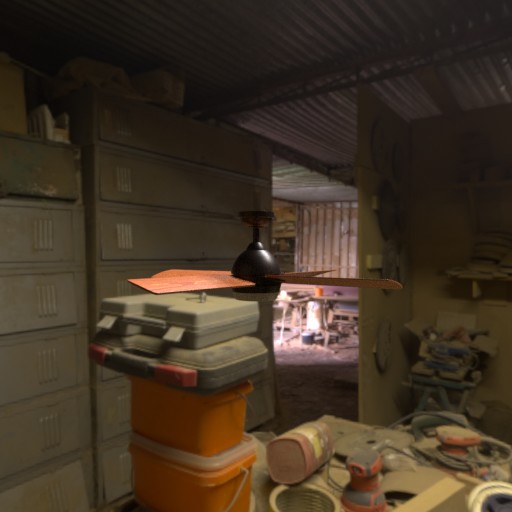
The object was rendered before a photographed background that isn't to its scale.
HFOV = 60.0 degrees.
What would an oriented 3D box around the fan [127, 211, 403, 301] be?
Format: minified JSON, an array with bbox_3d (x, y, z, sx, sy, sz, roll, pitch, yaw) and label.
[{"bbox_3d":[0.000,0.000,2.050,1.332,0.403,1.332,0,1,37],"label":"fan"}]
